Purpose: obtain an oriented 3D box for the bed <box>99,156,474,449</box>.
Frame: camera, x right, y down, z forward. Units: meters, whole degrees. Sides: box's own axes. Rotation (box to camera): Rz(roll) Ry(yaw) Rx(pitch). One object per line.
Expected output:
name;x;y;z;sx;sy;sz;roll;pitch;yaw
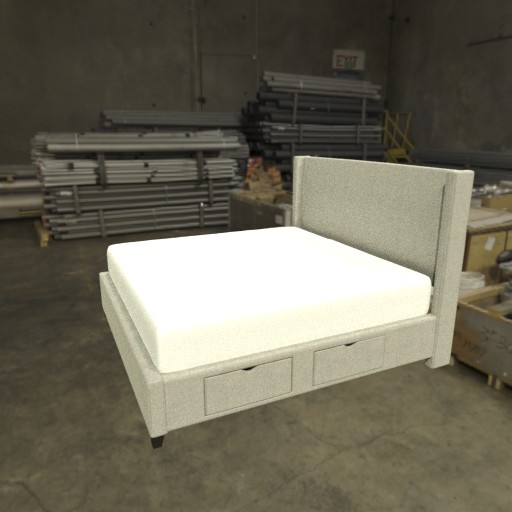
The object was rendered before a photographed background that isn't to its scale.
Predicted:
bed;0.000;0.000;3.654;2.280;1.470;2.140;-7;17;-24
